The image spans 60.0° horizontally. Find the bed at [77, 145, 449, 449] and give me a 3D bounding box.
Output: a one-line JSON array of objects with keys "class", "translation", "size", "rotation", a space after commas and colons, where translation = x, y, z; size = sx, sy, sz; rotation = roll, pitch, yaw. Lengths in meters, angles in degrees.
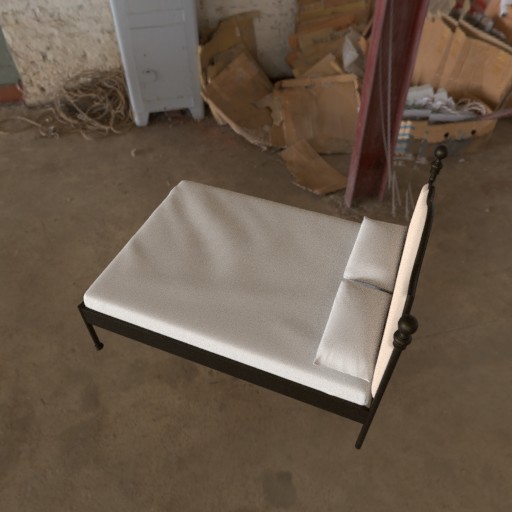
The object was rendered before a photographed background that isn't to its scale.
[{"class": "bed", "translation": [0.000, 0.000, 3.324], "size": [2.224, 1.499, 1.642], "rotation": [16, 48, 15]}]
